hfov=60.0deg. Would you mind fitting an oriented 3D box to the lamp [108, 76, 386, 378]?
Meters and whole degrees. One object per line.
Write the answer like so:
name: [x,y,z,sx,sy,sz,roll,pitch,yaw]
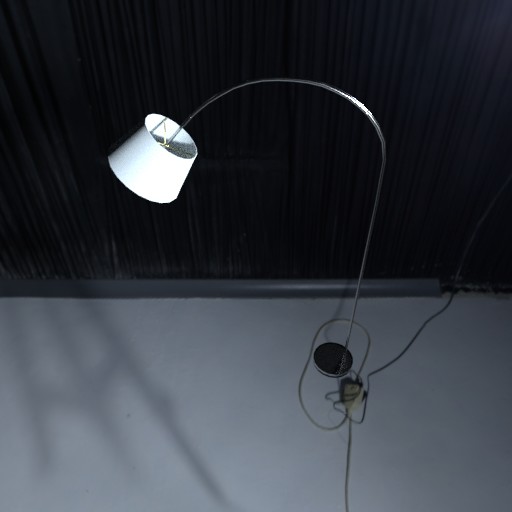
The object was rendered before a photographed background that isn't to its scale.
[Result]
lamp: [0.000,0.000,2.643,1.445,2.098,0.406,0,41,-1]
